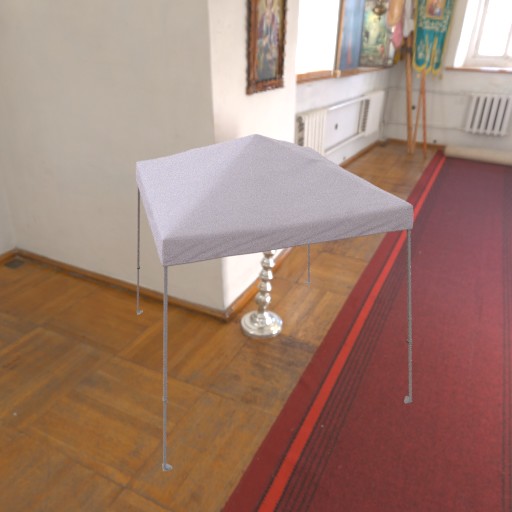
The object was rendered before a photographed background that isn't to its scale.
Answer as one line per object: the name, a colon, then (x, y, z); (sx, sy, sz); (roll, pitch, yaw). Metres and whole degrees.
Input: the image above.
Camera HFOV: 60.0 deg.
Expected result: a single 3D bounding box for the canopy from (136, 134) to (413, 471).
canopy: (0.000, 0.000, 5.244); (2.850, 2.850, 2.849); (-9, 29, -16)
